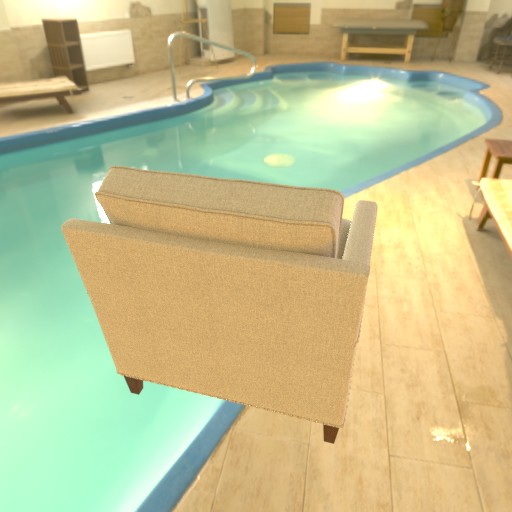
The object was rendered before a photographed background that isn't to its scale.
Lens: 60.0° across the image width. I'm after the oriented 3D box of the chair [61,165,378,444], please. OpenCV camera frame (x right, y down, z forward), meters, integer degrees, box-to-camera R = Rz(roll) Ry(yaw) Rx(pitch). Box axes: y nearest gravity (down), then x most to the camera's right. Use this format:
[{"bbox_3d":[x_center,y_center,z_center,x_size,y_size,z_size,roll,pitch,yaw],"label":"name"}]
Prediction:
[{"bbox_3d":[0.000,0.000,1.712,0.853,0.943,1.014,9,34,14],"label":"chair"}]
